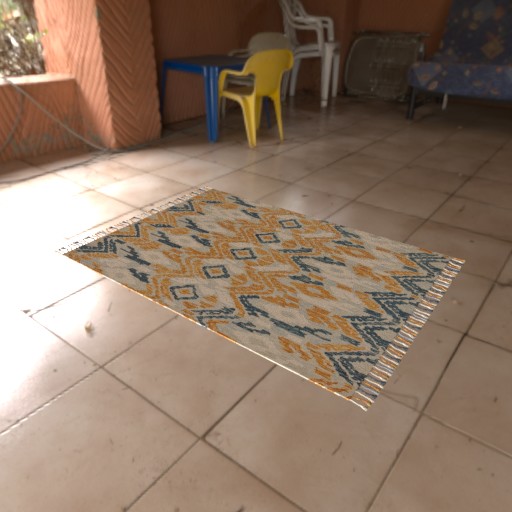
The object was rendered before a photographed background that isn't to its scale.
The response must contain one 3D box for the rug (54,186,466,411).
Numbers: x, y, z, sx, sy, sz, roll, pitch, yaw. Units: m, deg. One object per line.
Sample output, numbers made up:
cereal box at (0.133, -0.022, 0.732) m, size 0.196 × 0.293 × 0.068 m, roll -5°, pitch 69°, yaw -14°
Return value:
rug at (0.000, 0.000, 2.357) m, size 1.827 × 0.008 × 1.230 m, roll 20°, pitch 35°, yaw 31°
